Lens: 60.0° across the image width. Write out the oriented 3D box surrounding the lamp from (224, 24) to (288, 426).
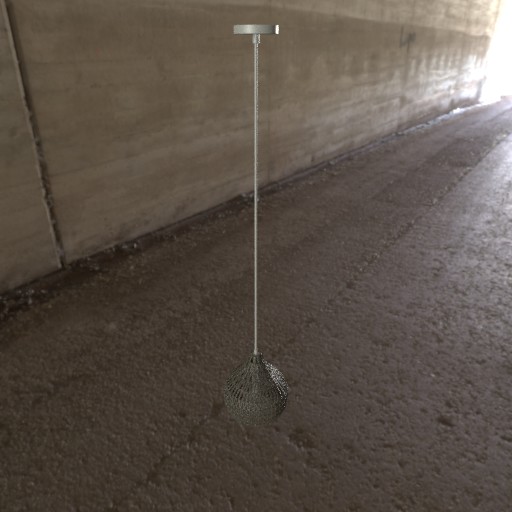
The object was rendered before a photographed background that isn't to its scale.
[{"bbox_3d":[0.000,0.000,2.078,0.355,1.919,0.355,-1,26,-1],"label":"lamp"}]
